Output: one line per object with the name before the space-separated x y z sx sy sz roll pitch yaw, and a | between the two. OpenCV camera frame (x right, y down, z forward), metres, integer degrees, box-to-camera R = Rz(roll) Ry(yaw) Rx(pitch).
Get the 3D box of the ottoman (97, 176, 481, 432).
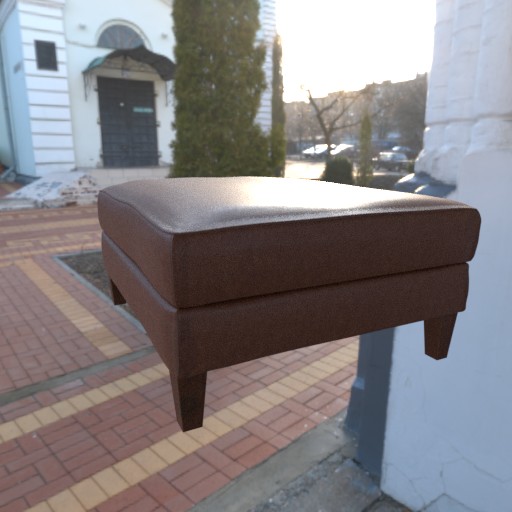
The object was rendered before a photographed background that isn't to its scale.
ottoman | 0.000 0.000 1.412 0.836 0.472 0.987 -7 15 -26
